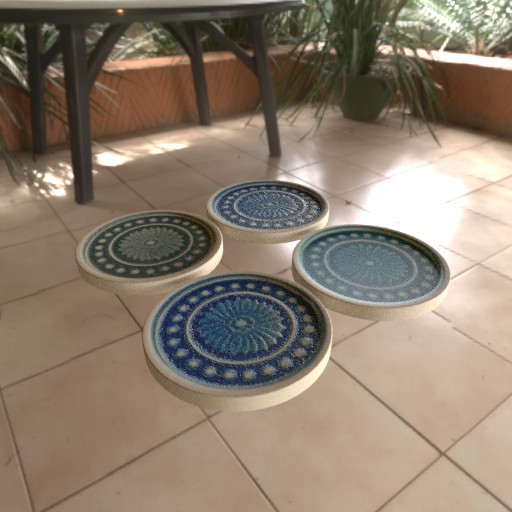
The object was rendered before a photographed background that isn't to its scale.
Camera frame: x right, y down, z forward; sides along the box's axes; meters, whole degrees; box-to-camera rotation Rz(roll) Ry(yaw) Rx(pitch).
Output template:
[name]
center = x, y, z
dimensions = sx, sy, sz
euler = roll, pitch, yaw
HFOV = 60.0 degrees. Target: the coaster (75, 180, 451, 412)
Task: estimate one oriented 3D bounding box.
[coaster]
center = 0.000, 0.000, 0.325
dimensions = 0.220, 0.010, 0.224
euler = -22, 38, -30
